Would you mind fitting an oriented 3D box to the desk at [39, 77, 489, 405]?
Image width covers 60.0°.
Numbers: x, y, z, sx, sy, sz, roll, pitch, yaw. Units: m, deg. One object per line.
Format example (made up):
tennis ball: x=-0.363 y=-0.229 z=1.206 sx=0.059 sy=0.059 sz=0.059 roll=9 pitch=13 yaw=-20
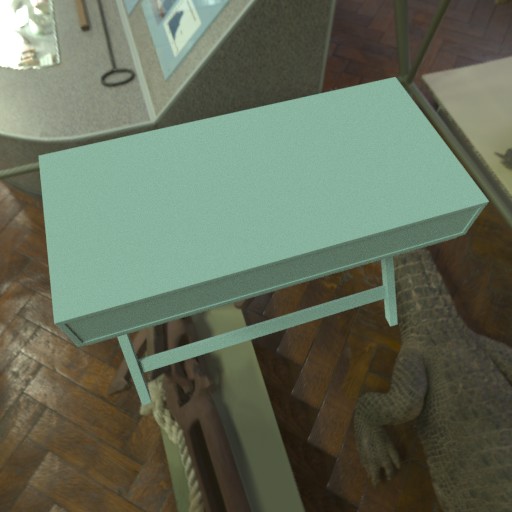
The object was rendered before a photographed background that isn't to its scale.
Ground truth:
desk: x=0.000 y=0.000 z=1.477 sx=1.059 sy=0.780 sz=0.509 roll=-15 pitch=60 yaw=-9
